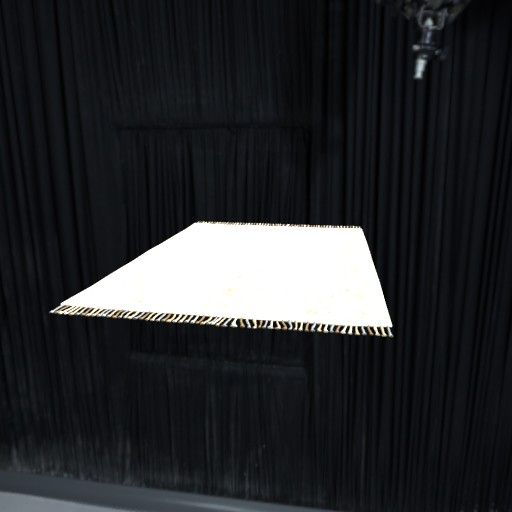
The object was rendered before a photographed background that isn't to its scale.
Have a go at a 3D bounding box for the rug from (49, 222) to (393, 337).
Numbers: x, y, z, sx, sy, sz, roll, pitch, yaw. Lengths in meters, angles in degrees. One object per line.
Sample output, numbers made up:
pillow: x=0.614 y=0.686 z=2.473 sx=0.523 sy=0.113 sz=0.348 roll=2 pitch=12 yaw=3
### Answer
rug: x=0.000 y=0.000 z=2.385 sx=1.218 sy=0.017 sz=1.861 roll=2 pitch=15 yaw=9
